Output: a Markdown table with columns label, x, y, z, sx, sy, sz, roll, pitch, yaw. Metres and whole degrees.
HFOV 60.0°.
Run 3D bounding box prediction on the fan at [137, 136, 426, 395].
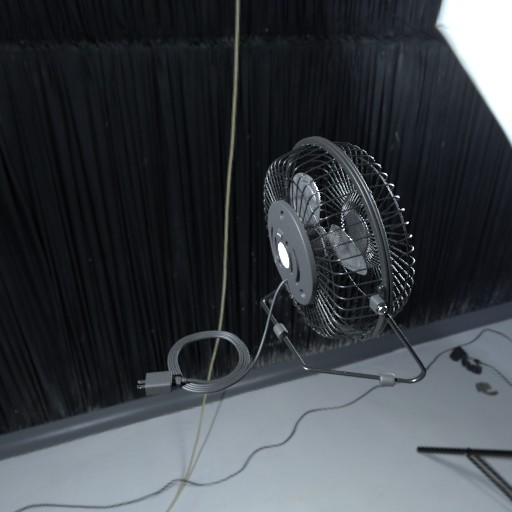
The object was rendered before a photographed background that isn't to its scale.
| label | x | y | z | sx | sy | sz | roll | pitch | yaw |
| --- | --- | --- | --- | --- | --- | --- | --- | --- | --- |
| fan | 0.000 | 0.000 | 0.378 | 0.227 | 0.188 | 0.209 | -10 | 31 | -17 |
